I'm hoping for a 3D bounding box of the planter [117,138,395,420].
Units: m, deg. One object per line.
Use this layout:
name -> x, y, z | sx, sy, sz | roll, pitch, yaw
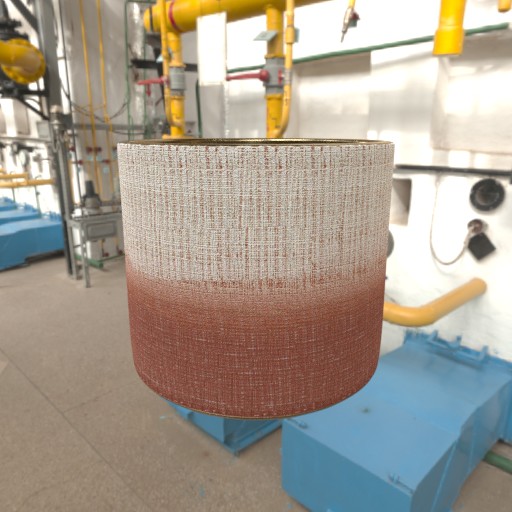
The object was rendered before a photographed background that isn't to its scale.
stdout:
planter -> 0.000, 0.000, 0.311 | 0.178, 0.157, 0.178 | 0, 16, 0
